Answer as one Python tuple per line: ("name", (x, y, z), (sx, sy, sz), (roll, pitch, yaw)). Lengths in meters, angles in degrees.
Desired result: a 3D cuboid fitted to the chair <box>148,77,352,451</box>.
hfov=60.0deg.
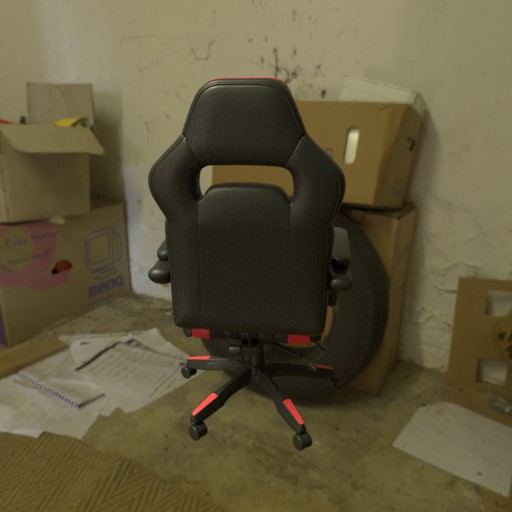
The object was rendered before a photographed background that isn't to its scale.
("chair", (0.000, 0.000, 1.679), (0.700, 1.220, 0.700), (2, 18, 7))
